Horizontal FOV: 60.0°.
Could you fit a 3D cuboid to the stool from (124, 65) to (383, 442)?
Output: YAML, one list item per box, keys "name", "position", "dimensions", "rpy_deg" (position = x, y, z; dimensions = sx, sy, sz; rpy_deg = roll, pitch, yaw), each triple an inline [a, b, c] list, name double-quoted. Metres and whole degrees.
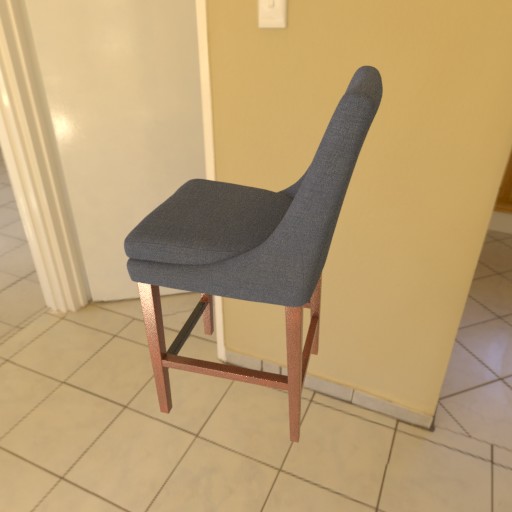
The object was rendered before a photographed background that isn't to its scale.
- name: "stool"
  position: [0.000, 0.000, 1.268]
  dimensions: [0.577, 0.981, 0.470]
  rpy_deg: [8, 31, 13]
